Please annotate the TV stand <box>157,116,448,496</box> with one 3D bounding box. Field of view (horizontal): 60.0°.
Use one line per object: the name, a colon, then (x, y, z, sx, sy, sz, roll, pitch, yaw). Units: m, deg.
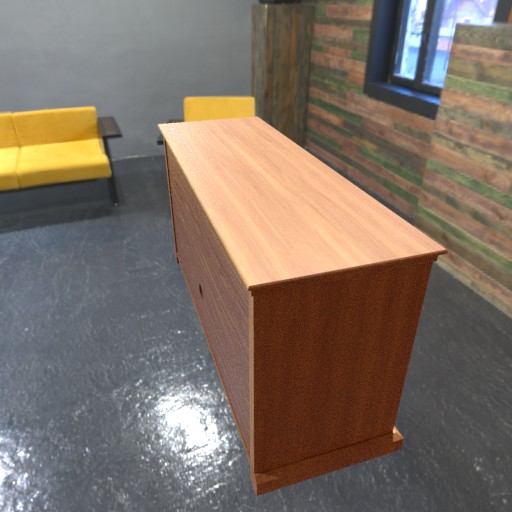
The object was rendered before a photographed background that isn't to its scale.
TV stand: (0.000, 0.000, 1.446, 0.417, 0.607, 1.181, -9, 32, -16)
